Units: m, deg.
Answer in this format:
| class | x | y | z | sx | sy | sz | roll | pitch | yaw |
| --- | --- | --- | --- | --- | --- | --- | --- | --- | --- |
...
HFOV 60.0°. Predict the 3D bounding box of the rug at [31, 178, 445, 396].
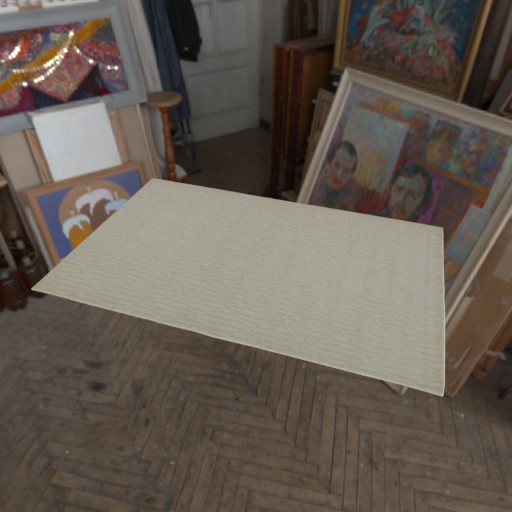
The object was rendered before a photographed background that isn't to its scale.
| class | x | y | z | sx | sy | sz | roll | pitch | yaw |
| --- | --- | --- | --- | --- | --- | --- | --- | --- | --- |
| rug | 0.000 | 0.000 | 3.021 | 2.441 | 0.014 | 1.531 | 12 | 39 | 14 |
